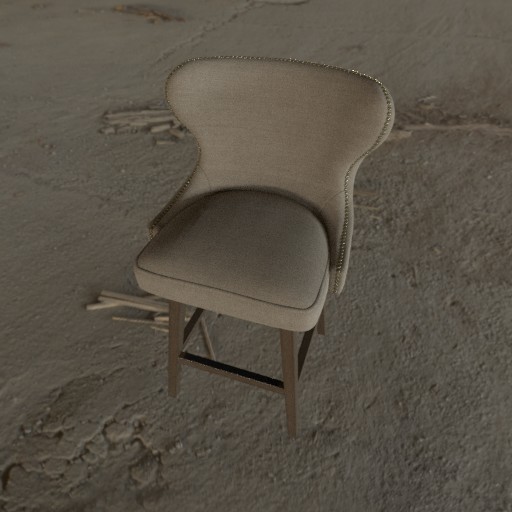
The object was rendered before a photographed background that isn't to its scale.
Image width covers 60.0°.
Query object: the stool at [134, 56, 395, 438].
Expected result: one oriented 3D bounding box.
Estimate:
[{"bbox_3d":[0.000,0.000,1.328,0.615,0.972,0.597,13,43,14],"label":"stool"}]
